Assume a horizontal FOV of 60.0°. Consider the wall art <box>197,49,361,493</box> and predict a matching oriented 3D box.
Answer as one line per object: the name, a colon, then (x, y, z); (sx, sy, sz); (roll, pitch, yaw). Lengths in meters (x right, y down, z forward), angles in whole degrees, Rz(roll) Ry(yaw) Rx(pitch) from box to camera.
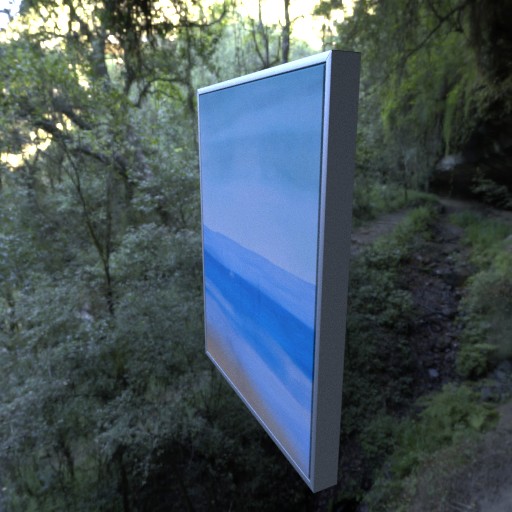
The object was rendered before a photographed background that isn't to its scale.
wall art: (0.000, 0.000, 0.731); (0.039, 0.553, 0.445); (-7, 17, -24)
